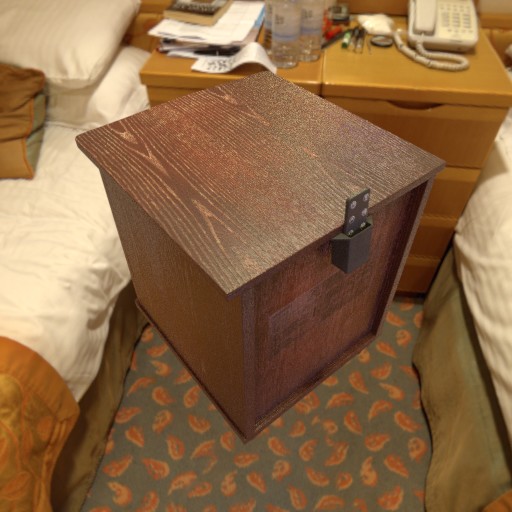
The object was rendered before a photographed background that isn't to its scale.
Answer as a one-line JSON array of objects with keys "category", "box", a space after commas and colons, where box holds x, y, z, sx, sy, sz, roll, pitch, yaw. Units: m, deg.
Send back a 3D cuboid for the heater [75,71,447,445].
[{"category": "heater", "box": [0.000, 0.000, 0.752, 0.362, 0.481, 0.400, -30, 53, -26]}]
